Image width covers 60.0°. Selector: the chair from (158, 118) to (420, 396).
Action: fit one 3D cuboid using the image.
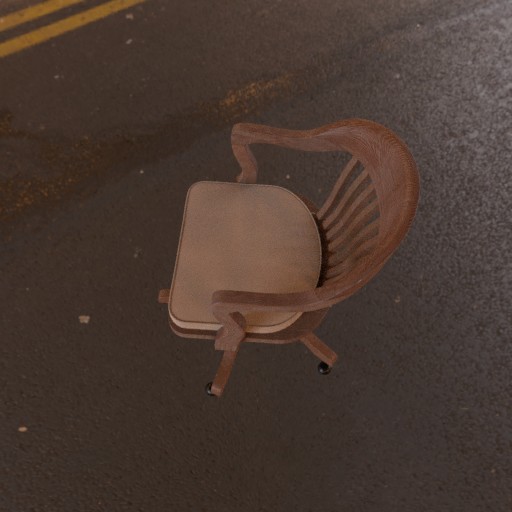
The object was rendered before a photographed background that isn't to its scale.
[{"bbox_3d":[0.000,0.000,1.459,0.788,0.878,0.750,3,60,2],"label":"chair"}]
